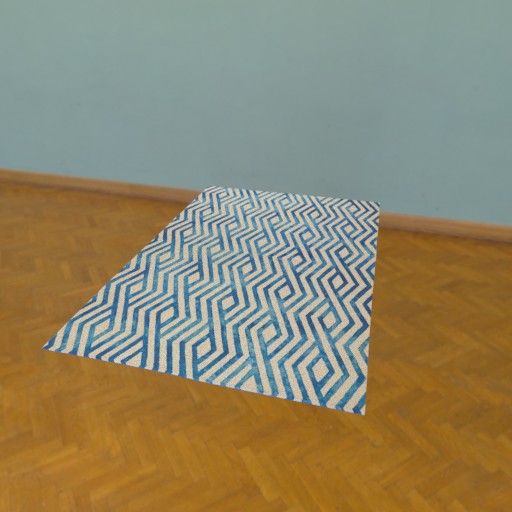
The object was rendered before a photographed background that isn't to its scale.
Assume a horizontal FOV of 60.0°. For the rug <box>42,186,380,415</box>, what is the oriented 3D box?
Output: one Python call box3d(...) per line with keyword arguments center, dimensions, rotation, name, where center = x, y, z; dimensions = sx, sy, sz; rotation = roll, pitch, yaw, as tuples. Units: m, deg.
box3d(center=(0.000, 0.000, 2.340), dimensions=(1.225, 0.008, 1.830), rotation=(8, 30, 13), name="rug")
